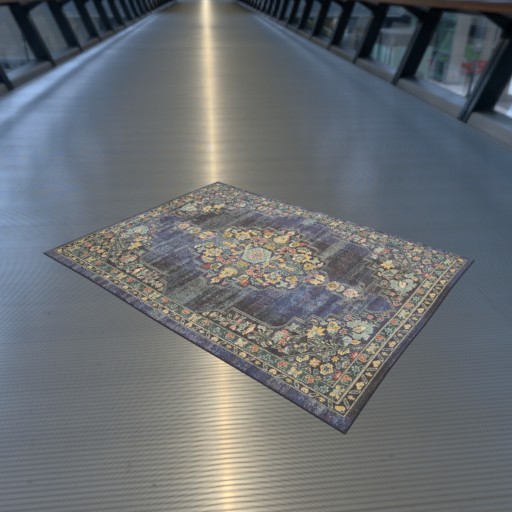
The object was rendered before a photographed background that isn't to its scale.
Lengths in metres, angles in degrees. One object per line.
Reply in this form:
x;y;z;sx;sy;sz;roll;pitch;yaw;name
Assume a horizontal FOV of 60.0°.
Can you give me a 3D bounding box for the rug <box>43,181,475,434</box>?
0.000;0.000;4.627;3.612;0.035;2.716;22;37;33;rug
